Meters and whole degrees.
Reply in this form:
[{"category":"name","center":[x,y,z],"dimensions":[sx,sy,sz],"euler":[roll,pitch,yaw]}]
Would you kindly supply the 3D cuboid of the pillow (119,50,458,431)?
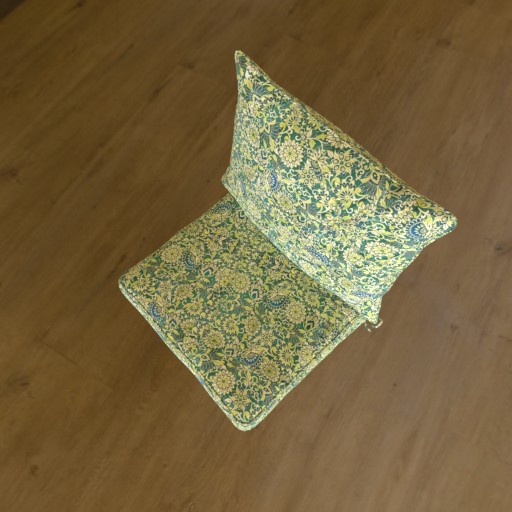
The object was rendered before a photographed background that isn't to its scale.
[{"category":"pillow","center":[0.000,0.000,1.365],"dimensions":[0.740,0.722,0.798],"euler":[-40,71,-17]}]
